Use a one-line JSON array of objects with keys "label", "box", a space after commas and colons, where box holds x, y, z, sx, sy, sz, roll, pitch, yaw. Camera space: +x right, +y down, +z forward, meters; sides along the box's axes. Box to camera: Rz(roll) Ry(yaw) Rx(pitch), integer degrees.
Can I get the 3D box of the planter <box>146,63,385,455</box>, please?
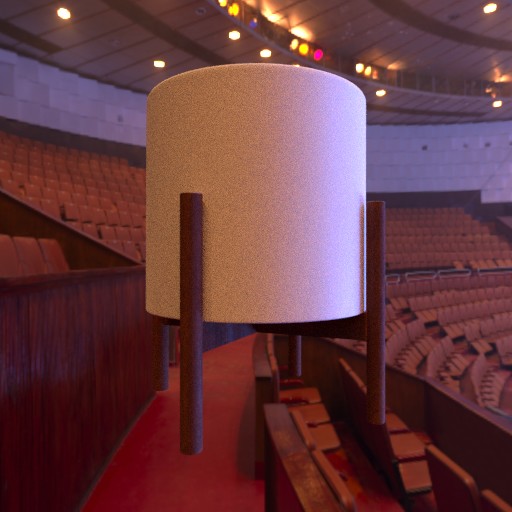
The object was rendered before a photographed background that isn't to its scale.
[{"label": "planter", "box": [0.000, 0.000, 0.871, 0.420, 0.581, 0.421, 0, 0, -18]}]
